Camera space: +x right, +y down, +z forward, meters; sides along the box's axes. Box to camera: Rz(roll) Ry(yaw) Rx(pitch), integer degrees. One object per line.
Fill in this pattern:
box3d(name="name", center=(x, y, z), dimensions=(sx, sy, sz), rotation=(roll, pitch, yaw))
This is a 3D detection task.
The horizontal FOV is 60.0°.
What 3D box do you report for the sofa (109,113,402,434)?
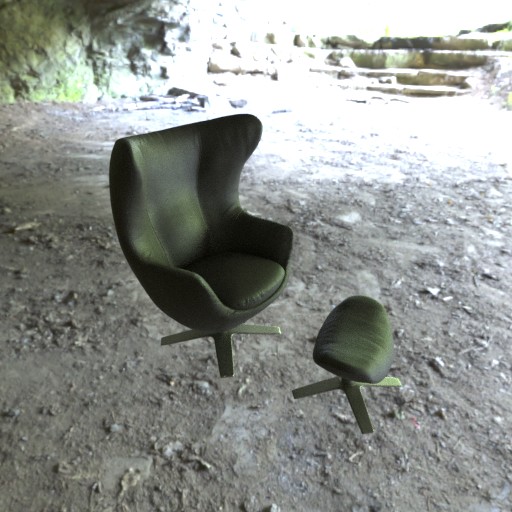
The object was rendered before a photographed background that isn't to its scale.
box3d(name="sofa", center=(0.000, 0.000, 2.106), dimensions=(1.444, 1.135, 0.894), rotation=(18, 32, 32))
